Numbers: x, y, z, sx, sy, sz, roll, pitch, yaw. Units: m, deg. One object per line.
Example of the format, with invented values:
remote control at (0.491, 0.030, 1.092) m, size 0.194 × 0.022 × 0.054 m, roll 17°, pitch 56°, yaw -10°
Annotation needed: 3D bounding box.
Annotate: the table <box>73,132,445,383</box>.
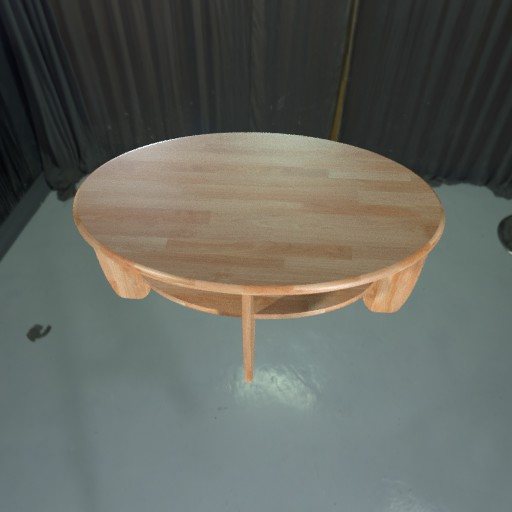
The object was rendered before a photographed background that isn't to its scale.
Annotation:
table at (0.000, 0.000, 1.408) m, size 1.040 × 0.490 × 0.690 m, roll 3°, pitch 46°, yaw 3°
